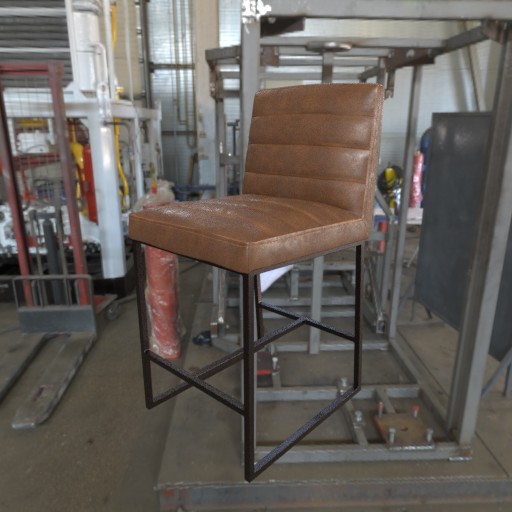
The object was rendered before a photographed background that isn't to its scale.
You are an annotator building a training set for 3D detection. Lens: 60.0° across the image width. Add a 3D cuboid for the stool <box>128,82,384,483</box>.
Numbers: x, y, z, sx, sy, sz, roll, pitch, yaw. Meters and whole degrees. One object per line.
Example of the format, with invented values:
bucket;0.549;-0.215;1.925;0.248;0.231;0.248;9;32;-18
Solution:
stool;0.000;0.000;1.260;0.463;0.942;0.562;15;22;40
